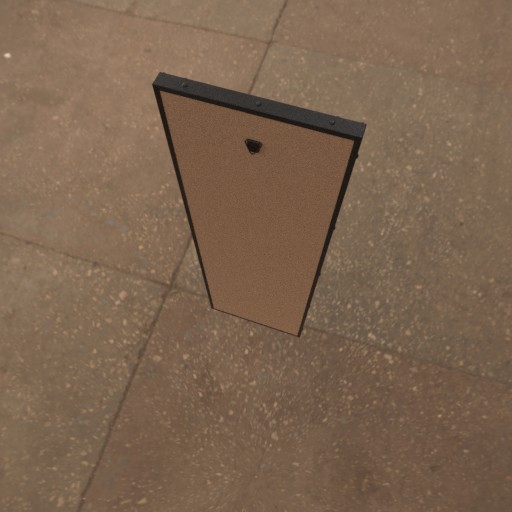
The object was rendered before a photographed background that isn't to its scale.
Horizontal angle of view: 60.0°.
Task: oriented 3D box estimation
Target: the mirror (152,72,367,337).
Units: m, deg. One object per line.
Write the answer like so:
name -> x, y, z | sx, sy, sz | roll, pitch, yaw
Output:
mirror -> 0.000, 0.000, 1.181 | 0.354, 1.080, 0.042 | 17, 65, 8
